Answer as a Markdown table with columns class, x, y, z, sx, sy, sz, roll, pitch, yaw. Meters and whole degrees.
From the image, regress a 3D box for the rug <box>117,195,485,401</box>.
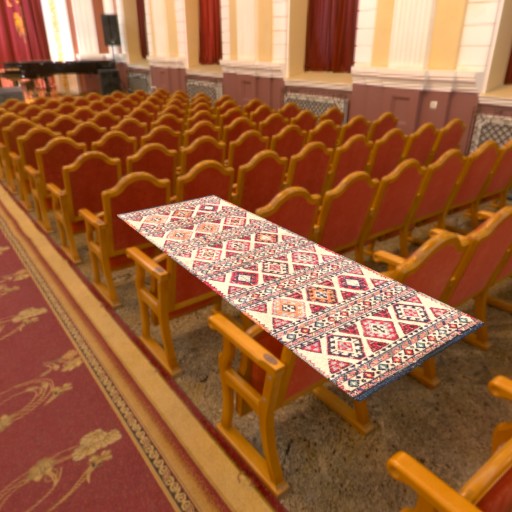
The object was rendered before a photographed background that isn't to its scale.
| class | x | y | z | sx | sy | sz | roll | pitch | yaw |
| --- | --- | --- | --- | --- | --- | --- | --- | --- | --- |
| rug | 0.000 | 0.000 | 2.627 | 0.832 | 0.008 | 2.362 | -17 | 30 | -32 |
